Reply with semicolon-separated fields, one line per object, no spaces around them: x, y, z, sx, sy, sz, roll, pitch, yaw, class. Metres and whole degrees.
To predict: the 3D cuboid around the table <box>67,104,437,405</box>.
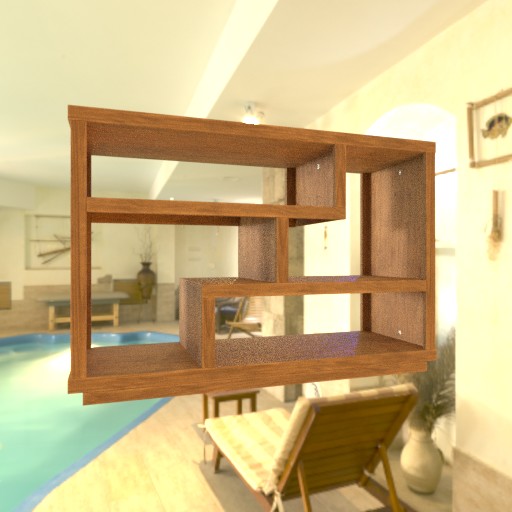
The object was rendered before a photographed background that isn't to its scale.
0.000;0.000;1.506;1.151;0.771;0.410;0;0;-19;table
